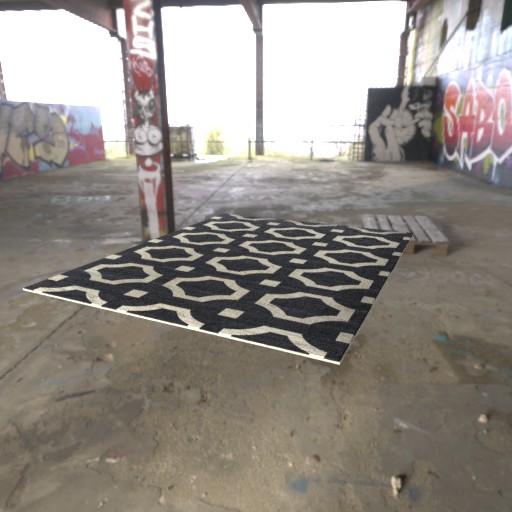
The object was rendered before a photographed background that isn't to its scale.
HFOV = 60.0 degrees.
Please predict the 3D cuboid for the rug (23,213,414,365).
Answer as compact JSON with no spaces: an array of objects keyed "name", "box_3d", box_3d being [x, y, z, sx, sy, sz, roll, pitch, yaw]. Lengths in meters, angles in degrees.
[{"name":"rug","box_3d":[0.000,0.000,4.164,2.466,0.021,3.049,8,19,24]}]
